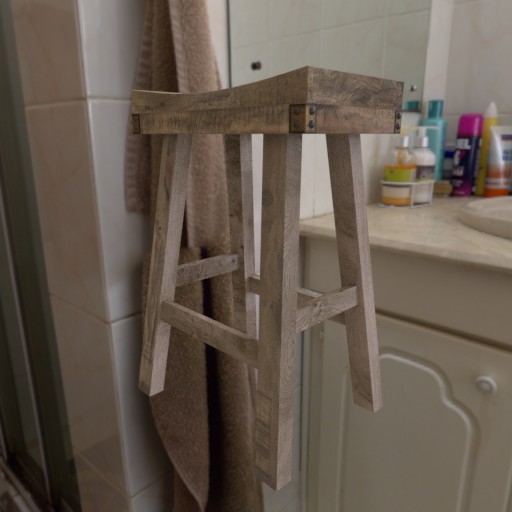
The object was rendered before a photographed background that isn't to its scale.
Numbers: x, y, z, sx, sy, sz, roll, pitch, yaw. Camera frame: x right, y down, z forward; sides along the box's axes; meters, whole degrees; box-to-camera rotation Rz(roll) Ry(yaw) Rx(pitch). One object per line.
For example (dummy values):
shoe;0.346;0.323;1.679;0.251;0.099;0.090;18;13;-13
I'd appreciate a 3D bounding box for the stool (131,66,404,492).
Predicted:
stool;0.000;0.000;0.882;0.330;0.635;0.450;-15;21;-43
